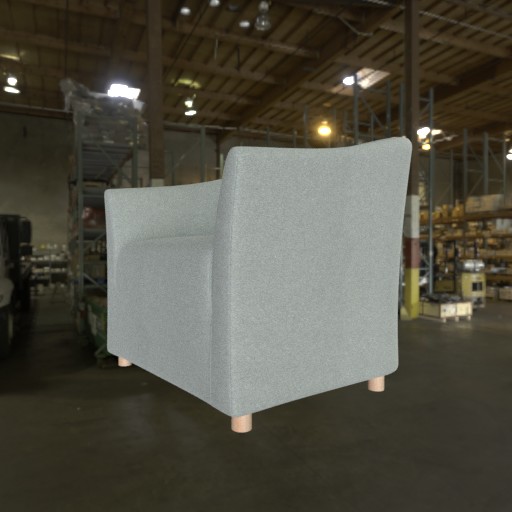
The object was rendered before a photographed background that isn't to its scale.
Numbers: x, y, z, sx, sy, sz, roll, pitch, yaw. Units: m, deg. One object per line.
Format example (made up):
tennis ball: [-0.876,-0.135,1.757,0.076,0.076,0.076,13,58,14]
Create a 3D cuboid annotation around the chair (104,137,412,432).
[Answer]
chair: [0.000,0.000,1.372,0.700,0.720,0.790,0,1,-37]
